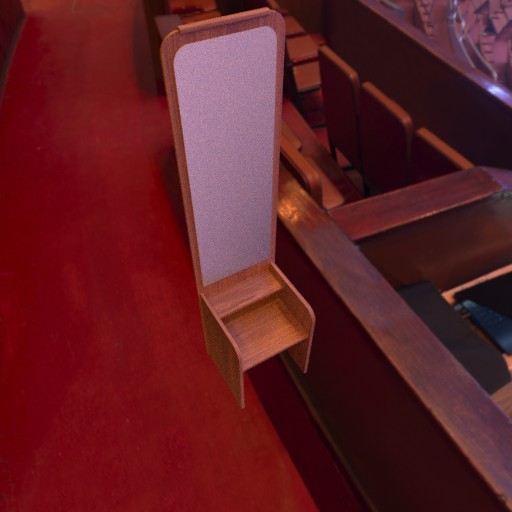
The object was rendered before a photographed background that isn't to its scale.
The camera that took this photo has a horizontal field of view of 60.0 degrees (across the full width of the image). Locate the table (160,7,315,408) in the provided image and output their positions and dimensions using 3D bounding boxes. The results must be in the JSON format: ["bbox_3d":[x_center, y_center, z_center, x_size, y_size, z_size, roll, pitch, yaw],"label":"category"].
[{"bbox_3d":[0.000,0.000,1.936,0.450,1.830,0.420,-24,52,-20],"label":"table"}]
